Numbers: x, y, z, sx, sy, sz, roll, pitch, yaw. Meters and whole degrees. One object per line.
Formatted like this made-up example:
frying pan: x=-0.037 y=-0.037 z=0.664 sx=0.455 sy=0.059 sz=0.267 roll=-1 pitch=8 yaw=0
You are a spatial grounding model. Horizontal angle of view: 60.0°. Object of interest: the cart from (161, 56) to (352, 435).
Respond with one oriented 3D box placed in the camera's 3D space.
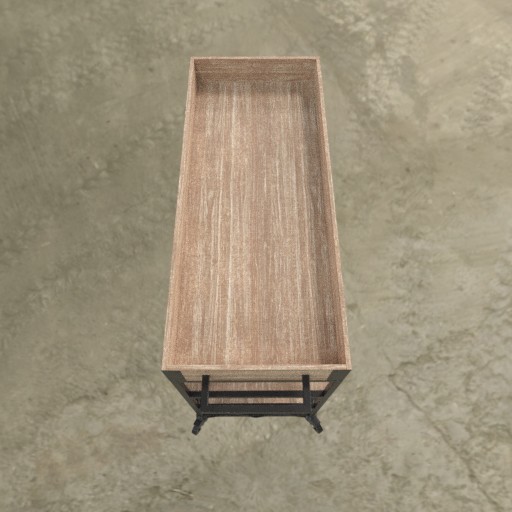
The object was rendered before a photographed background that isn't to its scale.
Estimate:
cart: x=0.000 y=0.000 z=1.491 sx=0.500 sy=0.787 sz=1.101 roll=0 pitch=63 yaw=0
